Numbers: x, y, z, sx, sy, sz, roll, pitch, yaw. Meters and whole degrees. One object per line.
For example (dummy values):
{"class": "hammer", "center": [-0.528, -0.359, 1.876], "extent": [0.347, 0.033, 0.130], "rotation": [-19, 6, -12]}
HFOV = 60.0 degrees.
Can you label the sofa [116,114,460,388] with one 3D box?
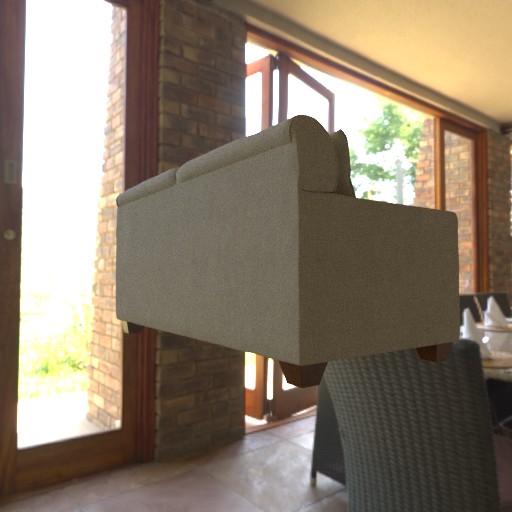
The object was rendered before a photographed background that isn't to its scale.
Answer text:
{"class": "sofa", "center": [0.000, 0.000, 2.451], "extent": [0.998, 0.958, 1.846], "rotation": [2, -3, -35]}
